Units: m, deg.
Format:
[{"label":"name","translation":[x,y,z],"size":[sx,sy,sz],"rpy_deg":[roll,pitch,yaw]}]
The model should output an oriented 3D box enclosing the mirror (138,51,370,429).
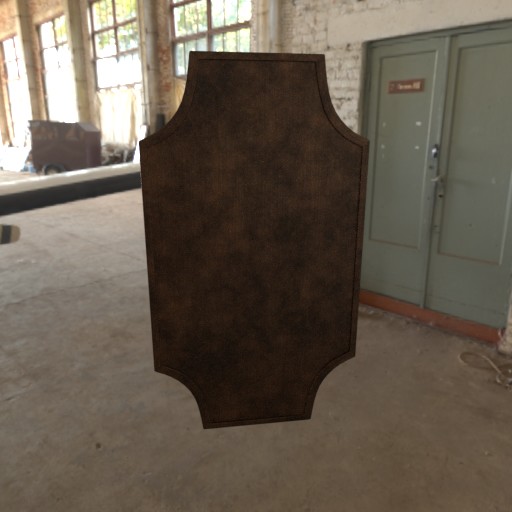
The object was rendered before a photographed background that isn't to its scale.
[{"label":"mirror","translation":[0.000,0.000,0.972],"size":[0.462,0.811,0.066],"rpy_deg":[-2,16,-8]}]
